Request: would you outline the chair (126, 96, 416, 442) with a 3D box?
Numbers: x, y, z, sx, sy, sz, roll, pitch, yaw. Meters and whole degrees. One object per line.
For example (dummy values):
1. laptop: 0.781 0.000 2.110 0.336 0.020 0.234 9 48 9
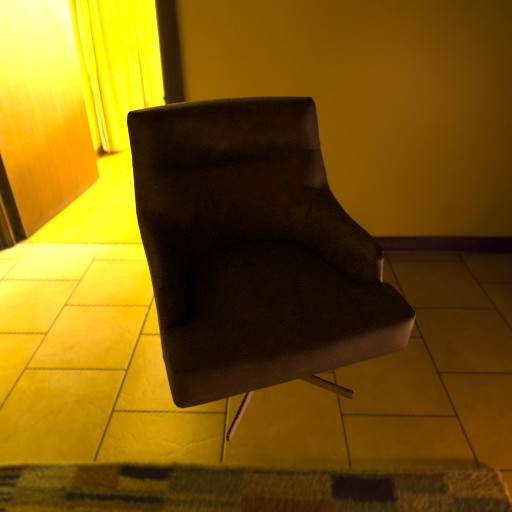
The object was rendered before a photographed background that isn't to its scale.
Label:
1. chair: 0.000 0.000 1.511 0.738 0.870 0.874 -10 33 -16
